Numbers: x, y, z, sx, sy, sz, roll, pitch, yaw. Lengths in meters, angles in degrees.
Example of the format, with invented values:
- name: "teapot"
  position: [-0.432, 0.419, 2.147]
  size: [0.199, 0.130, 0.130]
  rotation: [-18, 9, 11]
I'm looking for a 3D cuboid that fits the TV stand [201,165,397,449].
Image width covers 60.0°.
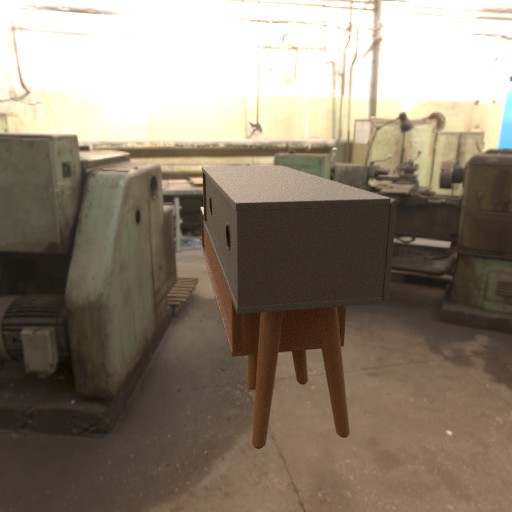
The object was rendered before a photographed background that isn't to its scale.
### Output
- name: "TV stand"
  position: [0.000, 0.000, 1.570]
  size: [0.329, 0.591, 1.336]
  rotation: [-3, 16, -10]
